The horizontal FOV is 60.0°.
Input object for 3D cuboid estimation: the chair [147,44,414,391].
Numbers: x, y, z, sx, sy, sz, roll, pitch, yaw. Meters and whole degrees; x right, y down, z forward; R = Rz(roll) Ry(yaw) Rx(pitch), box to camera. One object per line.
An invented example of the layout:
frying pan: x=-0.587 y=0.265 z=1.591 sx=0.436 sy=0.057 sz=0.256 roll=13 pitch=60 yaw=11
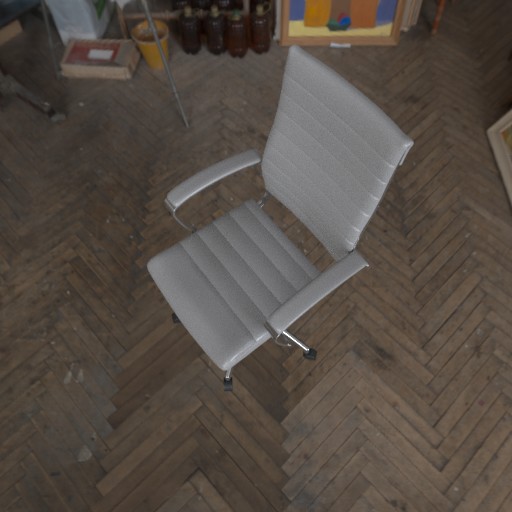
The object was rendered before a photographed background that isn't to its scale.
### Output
chair: x=0.000 y=0.000 z=1.556 sx=0.667 sy=1.149 sz=0.679 roll=-34 pitch=68 yaw=-16
